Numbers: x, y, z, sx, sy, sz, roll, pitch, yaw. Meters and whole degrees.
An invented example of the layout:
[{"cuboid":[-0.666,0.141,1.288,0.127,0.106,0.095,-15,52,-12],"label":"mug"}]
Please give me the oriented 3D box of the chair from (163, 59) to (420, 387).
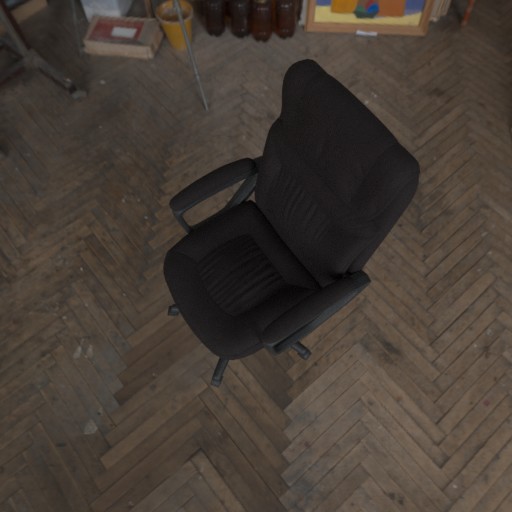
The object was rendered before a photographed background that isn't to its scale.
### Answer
[{"cuboid":[0.000,0.000,1.574,0.724,1.105,0.667,-31,68,-14],"label":"chair"}]
